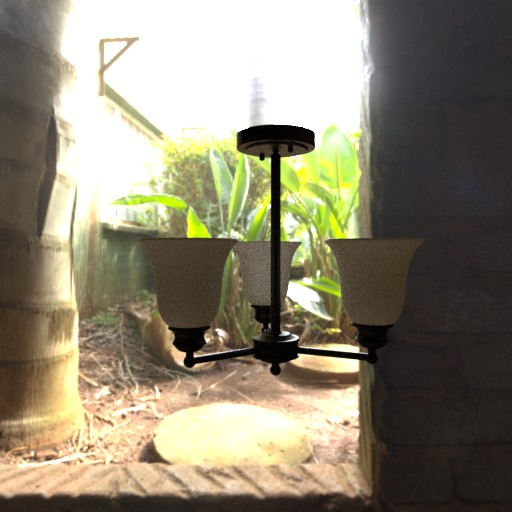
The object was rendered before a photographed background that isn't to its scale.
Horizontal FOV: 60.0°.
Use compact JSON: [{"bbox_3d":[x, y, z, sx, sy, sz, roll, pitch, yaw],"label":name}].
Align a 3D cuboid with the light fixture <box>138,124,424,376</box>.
[{"bbox_3d":[0.000,0.000,0.661,0.354,0.370,0.388,-1,1,-35],"label":"light fixture"}]
